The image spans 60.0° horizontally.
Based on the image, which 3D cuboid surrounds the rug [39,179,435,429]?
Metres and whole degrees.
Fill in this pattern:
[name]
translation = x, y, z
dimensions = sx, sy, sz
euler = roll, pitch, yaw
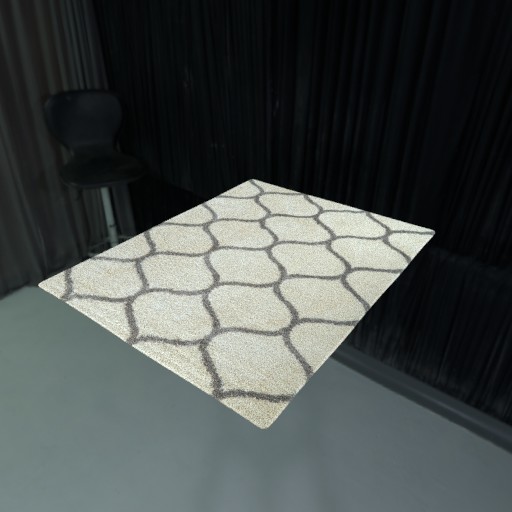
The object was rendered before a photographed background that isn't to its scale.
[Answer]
[rug]
translation = 0.000, 0.000, 4.169
dimensions = 2.399, 0.026, 3.000
euler = 22, 37, 31
